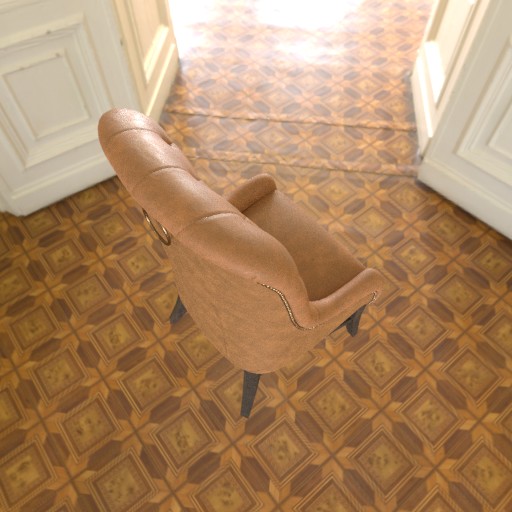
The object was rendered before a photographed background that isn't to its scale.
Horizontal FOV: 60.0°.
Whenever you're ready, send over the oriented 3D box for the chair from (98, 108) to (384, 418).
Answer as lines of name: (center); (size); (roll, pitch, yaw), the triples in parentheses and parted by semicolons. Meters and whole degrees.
chair: (0.000, 0.000, 1.411); (0.629, 1.091, 0.634); (-34, 63, -20)
